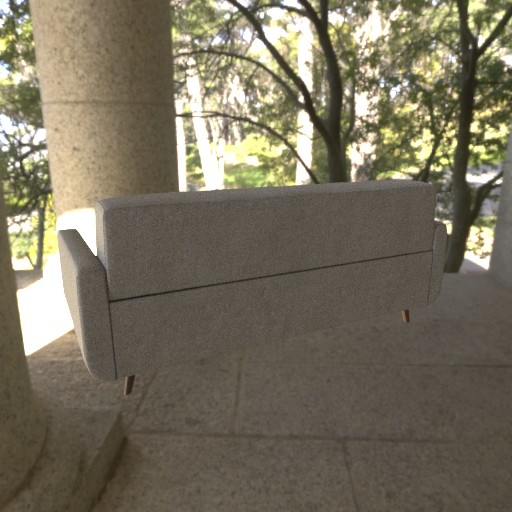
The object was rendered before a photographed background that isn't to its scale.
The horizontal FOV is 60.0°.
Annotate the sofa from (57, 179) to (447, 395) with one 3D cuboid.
[{"bbox_3d":[0.000,0.000,2.590,2.055,0.873,0.968,-8,17,-27],"label":"sofa"}]
